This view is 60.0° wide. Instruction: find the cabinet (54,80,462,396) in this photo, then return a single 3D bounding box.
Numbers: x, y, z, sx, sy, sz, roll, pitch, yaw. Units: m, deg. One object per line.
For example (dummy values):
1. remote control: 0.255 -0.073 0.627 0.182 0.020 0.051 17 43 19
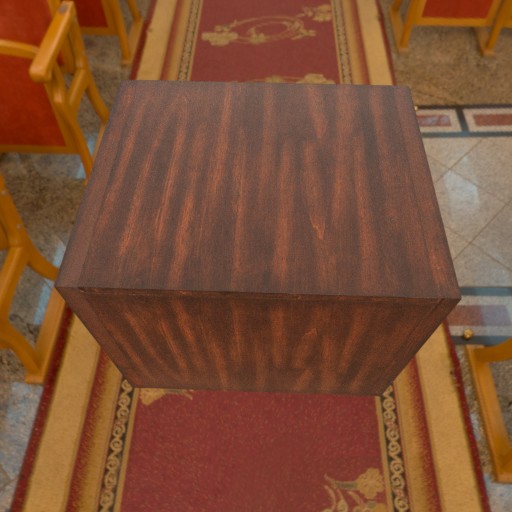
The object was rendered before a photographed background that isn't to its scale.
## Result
1. cabinet: 0.000 0.000 0.827 0.500 0.455 0.402 2 57 1
